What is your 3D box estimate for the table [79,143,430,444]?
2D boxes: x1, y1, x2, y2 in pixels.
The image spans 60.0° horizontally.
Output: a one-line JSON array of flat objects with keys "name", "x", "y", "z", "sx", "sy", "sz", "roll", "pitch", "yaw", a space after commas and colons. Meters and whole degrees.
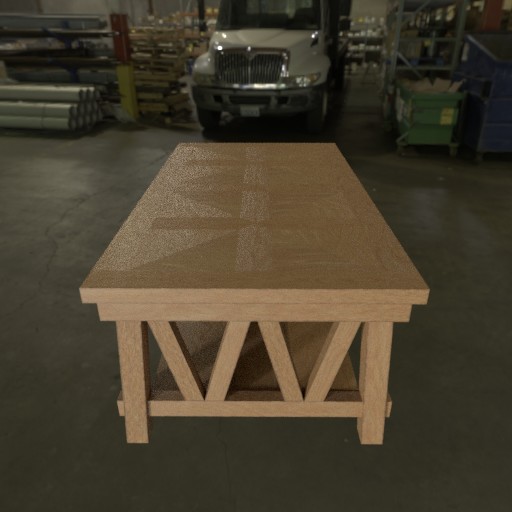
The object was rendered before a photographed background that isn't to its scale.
[{"name": "table", "x": 0.000, "y": 0.000, "z": 1.579, "sx": 0.711, "sy": 0.507, "sz": 1.270, "roll": 0, "pitch": 27, "yaw": 0}]
